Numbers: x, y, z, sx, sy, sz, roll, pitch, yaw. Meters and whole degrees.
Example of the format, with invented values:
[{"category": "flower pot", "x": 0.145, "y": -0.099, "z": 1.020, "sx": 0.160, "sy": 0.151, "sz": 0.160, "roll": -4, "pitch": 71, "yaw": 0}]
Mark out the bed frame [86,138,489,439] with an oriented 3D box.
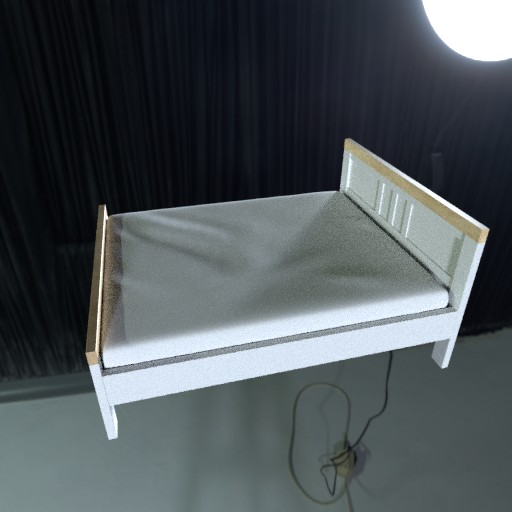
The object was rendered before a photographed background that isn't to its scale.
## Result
[{"category": "bed frame", "x": 0.000, "y": 0.000, "z": 3.000, "sx": 2.050, "sy": 0.980, "sz": 1.670, "roll": -8, "pitch": 32, "yaw": -13}]
